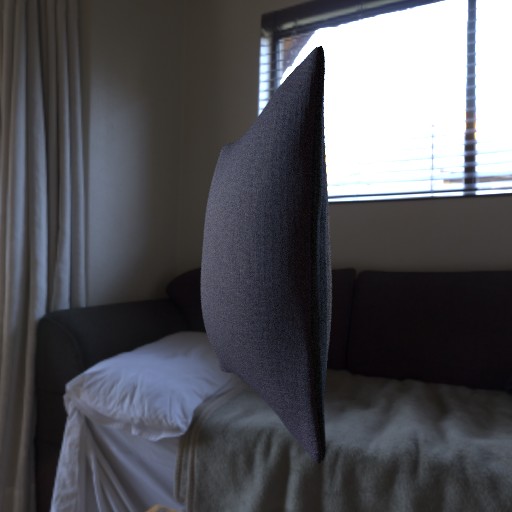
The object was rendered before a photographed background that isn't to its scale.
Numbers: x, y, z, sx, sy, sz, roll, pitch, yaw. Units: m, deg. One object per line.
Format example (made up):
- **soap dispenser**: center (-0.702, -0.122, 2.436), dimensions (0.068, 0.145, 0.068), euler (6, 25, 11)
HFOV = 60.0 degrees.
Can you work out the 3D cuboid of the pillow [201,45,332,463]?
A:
- **pillow**: center (0.000, 0.000, 0.640), dimensions (0.136, 0.419, 0.437), euler (0, -1, -17)
